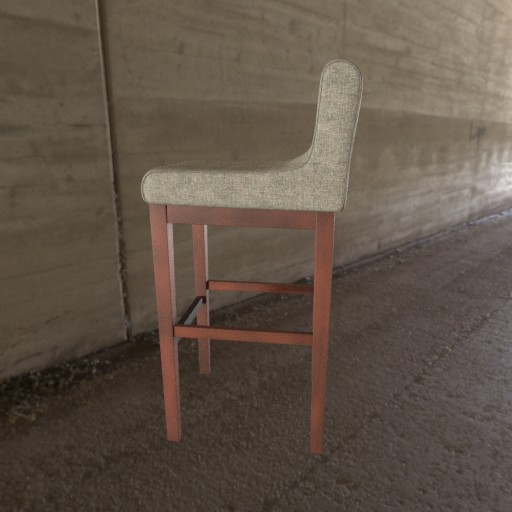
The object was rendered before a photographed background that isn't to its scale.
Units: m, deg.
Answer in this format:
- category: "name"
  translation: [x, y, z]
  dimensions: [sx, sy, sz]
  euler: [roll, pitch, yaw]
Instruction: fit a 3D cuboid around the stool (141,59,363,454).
- category: "stool"
  translation: [0.000, 0.000, 1.245]
  dimensions: [0.499, 0.965, 0.426]
  euler: [2, 15, 7]
